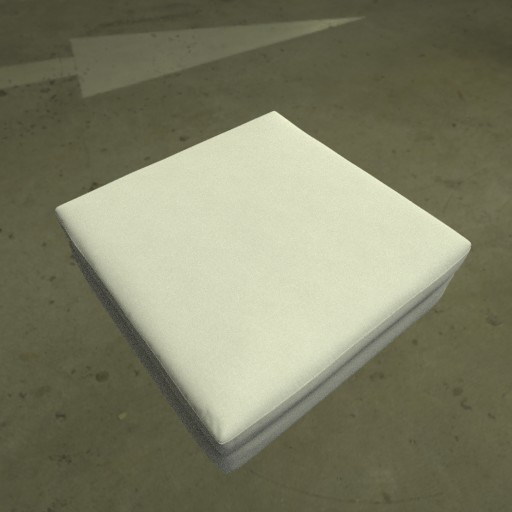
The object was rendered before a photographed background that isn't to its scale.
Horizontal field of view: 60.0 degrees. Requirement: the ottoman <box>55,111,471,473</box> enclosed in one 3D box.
[{"bbox_3d":[0.000,0.000,1.796,1.167,0.482,1.163,-31,56,-24],"label":"ottoman"}]
